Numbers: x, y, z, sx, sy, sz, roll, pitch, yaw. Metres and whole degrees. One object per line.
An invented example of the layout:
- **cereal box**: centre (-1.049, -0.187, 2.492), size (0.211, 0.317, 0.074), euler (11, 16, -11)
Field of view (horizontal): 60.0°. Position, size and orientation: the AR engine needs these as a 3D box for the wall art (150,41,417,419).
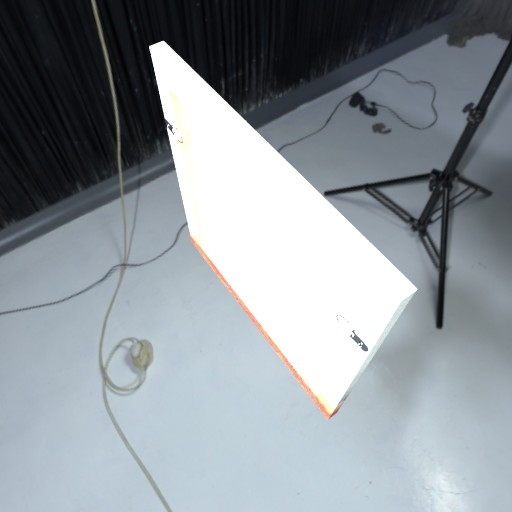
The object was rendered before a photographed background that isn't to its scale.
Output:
- **wall art**: centre (0.000, 0.000, 1.128), size (0.042, 0.760, 0.760), euler (-31, 63, -18)
